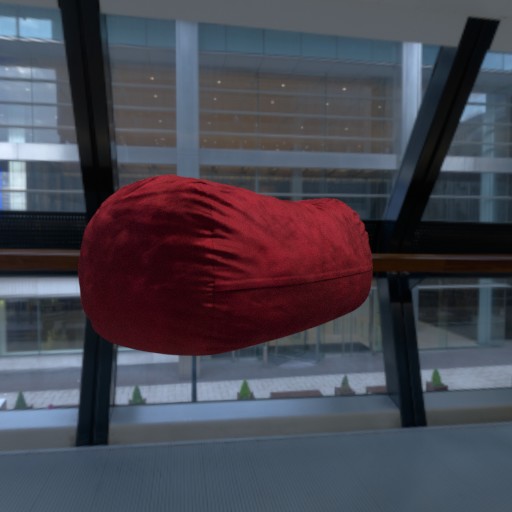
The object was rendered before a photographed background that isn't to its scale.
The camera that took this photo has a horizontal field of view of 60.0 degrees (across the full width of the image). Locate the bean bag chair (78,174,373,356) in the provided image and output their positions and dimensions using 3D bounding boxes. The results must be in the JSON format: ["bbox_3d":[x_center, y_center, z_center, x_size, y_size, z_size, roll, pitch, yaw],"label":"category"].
[{"bbox_3d":[0.000,0.000,2.890,1.216,0.867,2.293,2,3,35],"label":"bean bag chair"}]
